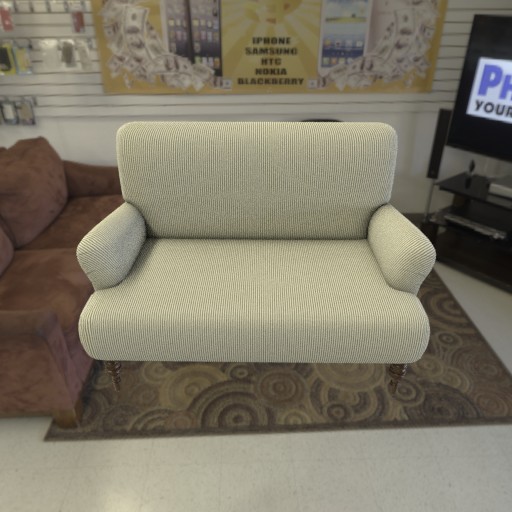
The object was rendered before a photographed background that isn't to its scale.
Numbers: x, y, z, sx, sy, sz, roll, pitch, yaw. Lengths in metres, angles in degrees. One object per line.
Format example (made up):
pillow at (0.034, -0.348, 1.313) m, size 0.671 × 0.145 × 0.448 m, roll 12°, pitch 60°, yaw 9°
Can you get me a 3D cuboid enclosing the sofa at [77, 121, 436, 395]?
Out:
sofa at (0.000, 0.000, 1.784) m, size 1.297 × 0.889 × 0.779 m, roll 0°, pitch 30°, yaw 1°
